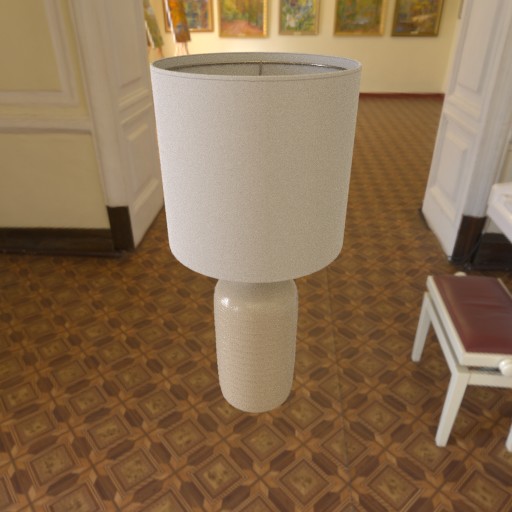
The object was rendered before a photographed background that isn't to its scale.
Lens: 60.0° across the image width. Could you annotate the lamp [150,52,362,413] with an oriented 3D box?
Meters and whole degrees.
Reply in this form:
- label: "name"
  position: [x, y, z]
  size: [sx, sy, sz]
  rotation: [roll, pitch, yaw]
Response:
- label: "lamp"
  position: [0.000, 0.000, 0.588]
  size: [0.220, 0.475, 0.220]
  rotation: [9, 31, 15]
